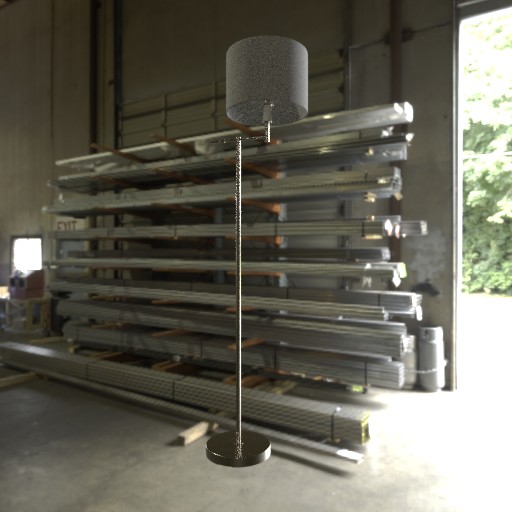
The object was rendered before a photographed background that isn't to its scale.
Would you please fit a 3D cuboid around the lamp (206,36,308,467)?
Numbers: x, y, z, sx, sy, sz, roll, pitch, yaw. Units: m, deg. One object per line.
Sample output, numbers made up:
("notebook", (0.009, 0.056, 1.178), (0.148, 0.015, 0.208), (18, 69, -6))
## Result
("lamp", (0.000, 0.000, 1.782), (0.416, 1.600, 0.324), (0, 0, 18))
